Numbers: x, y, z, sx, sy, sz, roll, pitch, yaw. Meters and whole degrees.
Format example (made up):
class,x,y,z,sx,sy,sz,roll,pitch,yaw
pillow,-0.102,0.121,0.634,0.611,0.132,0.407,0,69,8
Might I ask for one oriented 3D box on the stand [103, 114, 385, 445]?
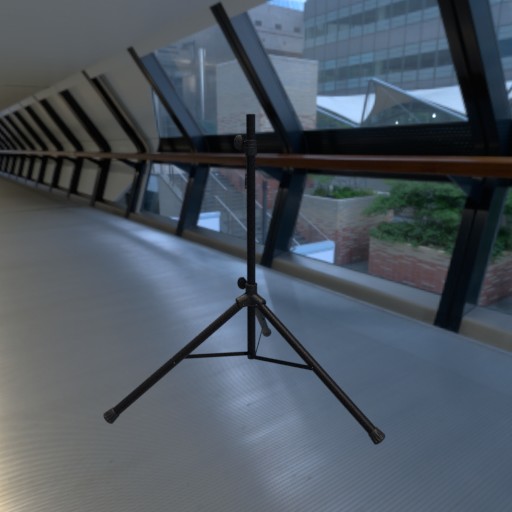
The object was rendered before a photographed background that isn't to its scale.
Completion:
class,x,y,z,sx,sy,sz,roll,pitch,yaw
stand,0.000,0.000,1.888,1.045,1.136,0.907,2,15,8
